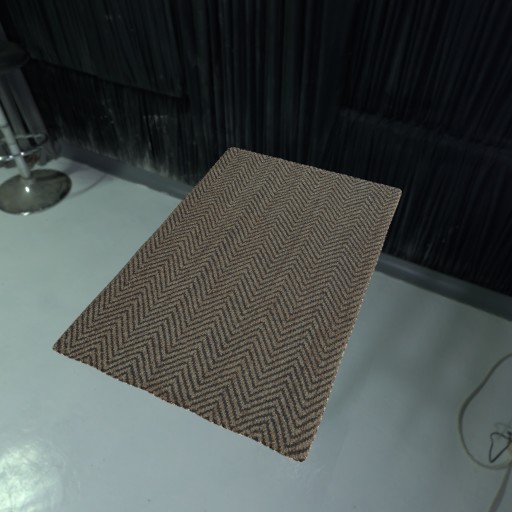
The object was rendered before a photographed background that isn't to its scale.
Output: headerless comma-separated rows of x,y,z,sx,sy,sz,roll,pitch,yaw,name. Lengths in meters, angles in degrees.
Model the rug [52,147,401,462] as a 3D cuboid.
0.000,0.000,2.405,1.219,0.008,1.828,18,49,17,rug
